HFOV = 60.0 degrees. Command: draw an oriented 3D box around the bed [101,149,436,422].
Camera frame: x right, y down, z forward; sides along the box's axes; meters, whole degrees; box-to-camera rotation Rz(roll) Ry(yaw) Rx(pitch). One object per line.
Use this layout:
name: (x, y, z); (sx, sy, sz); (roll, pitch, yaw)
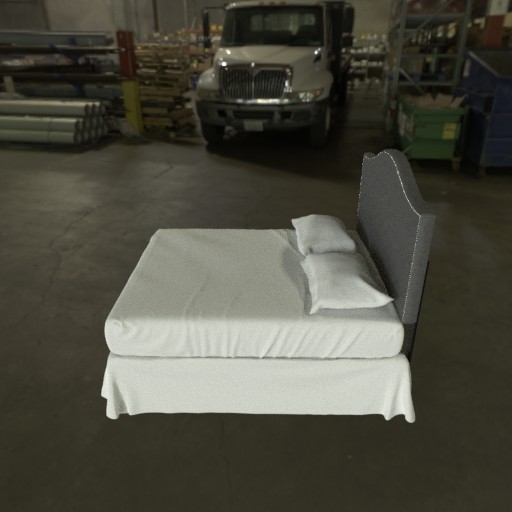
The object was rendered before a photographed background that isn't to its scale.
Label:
bed: (0.000, 0.000, 3.487); (2.221, 1.645, 1.876); (0, 26, 1)
